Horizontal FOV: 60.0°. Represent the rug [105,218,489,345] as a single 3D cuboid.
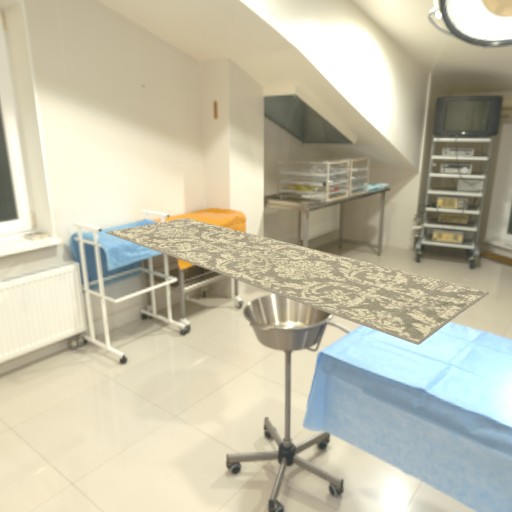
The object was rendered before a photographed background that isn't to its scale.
[{"bbox_3d":[0.000,0.000,2.434,0.662,0.011,2.196,-16,23,-42],"label":"rug"}]
